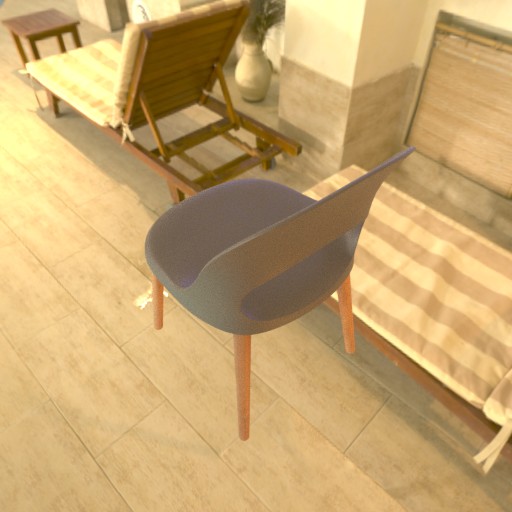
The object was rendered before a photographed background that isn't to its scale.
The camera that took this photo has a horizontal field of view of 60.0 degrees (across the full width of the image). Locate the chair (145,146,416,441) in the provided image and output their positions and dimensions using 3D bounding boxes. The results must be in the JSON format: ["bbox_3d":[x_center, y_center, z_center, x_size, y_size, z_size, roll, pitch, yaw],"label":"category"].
[{"bbox_3d":[0.000,0.000,1.121,0.470,0.795,0.556,-30,53,-26],"label":"chair"}]
